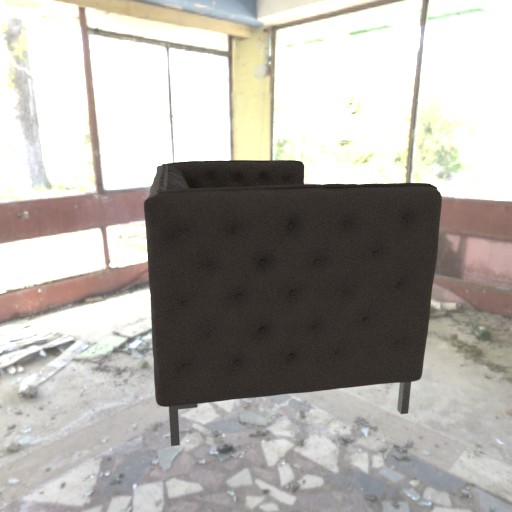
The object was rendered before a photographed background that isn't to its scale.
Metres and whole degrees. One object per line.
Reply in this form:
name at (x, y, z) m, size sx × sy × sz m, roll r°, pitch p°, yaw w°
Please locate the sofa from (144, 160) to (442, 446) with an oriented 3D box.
sofa at (0.000, 0.000, 2.069) m, size 0.909 × 0.810 × 1.583 m, roll -3°, pitch 15°, yaw -10°
